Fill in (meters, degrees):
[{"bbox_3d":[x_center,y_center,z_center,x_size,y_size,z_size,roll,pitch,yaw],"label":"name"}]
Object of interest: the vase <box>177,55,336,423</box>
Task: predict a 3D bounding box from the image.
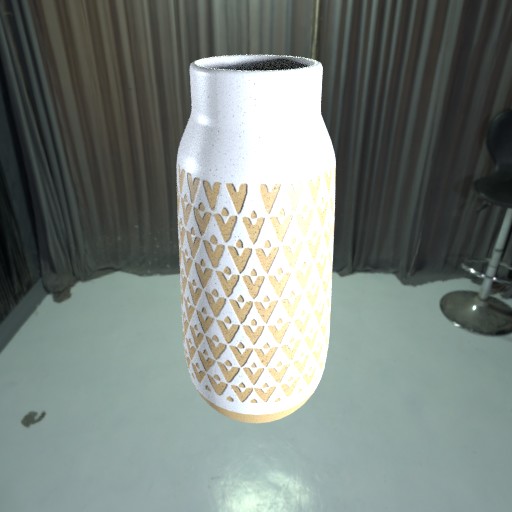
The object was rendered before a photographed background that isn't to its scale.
[{"bbox_3d":[0.000,0.000,0.380,0.137,0.307,0.137,0,30,0],"label":"vase"}]
